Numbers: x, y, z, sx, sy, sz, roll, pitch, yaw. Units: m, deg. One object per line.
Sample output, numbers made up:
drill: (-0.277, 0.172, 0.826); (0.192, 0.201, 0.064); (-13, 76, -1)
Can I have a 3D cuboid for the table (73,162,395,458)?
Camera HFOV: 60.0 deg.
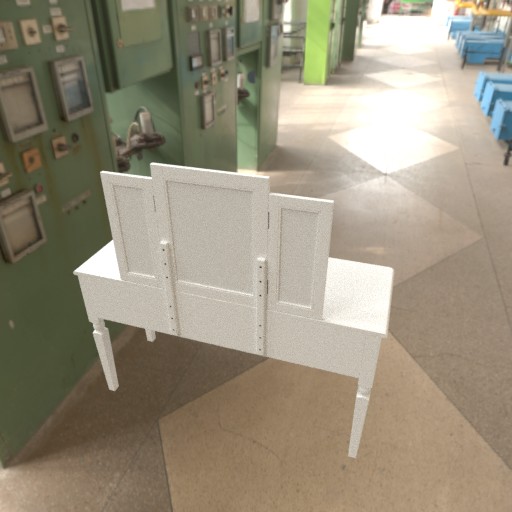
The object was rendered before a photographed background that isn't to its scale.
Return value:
table: (0.000, 0.000, 2.298); (1.369, 1.310, 1.115); (10, 33, 15)
